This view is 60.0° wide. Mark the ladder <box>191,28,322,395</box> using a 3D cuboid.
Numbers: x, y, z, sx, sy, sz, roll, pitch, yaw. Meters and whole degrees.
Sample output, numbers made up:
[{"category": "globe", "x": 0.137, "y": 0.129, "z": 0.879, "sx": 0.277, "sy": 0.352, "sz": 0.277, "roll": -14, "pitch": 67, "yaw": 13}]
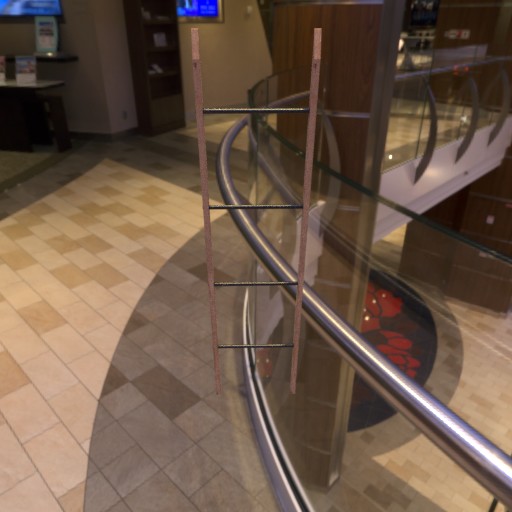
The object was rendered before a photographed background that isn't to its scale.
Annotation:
[{"category": "ladder", "x": 0.000, "y": 0.000, "z": 1.975, "sx": 0.442, "sy": 1.805, "sz": 0.200, "roll": -1, "pitch": 28, "yaw": -1}]
